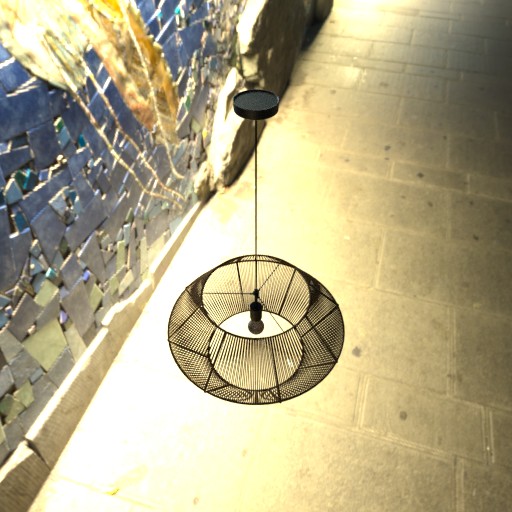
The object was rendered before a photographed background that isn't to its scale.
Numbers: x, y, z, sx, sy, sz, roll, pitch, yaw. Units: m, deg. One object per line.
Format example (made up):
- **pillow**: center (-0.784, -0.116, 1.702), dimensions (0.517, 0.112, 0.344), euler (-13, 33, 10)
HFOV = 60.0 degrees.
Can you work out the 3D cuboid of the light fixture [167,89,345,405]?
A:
- **light fixture**: center (0.000, 0.000, 1.369), dimensions (0.643, 1.009, 0.643), euler (0, 45, 0)
